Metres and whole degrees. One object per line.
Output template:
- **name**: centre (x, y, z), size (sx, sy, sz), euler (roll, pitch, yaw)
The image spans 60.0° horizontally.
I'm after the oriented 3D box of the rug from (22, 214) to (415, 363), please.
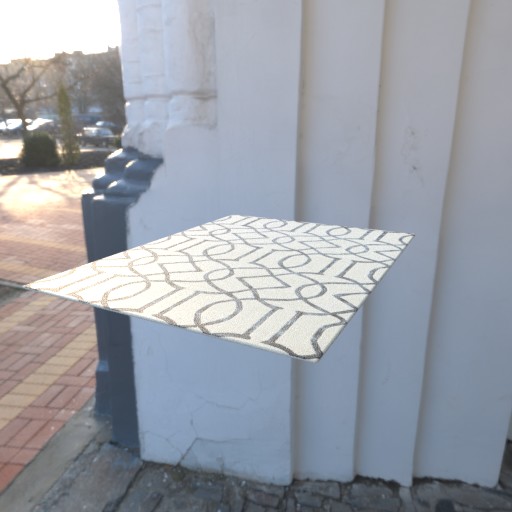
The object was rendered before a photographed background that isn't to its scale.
- **rug**: centre (0.000, 0.000, 3.864), size (2.211, 0.021, 2.910), euler (9, 19, 27)
